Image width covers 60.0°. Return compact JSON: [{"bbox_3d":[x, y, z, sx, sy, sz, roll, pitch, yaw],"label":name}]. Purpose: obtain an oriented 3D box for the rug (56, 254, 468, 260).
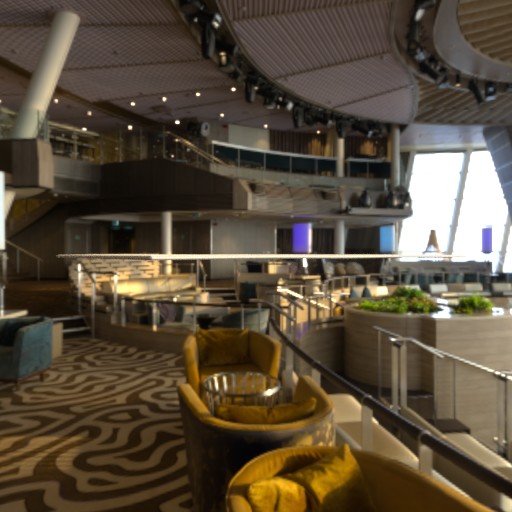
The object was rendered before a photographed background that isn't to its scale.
[{"bbox_3d":[0.000,0.000,4.196,3.066,0.030,2.462,0,0,-35],"label":"rug"}]
